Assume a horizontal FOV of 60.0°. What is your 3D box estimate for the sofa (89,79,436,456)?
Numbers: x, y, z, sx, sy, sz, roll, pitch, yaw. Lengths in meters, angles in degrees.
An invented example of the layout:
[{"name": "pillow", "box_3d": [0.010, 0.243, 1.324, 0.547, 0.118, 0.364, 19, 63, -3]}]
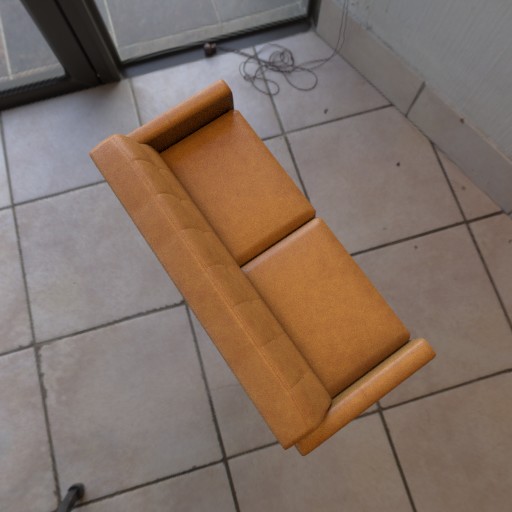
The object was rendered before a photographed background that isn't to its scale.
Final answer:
[{"name": "sofa", "box_3d": [0.000, 0.000, 2.729, 0.980, 0.892, 2.137, -34, 78, -8]}]
